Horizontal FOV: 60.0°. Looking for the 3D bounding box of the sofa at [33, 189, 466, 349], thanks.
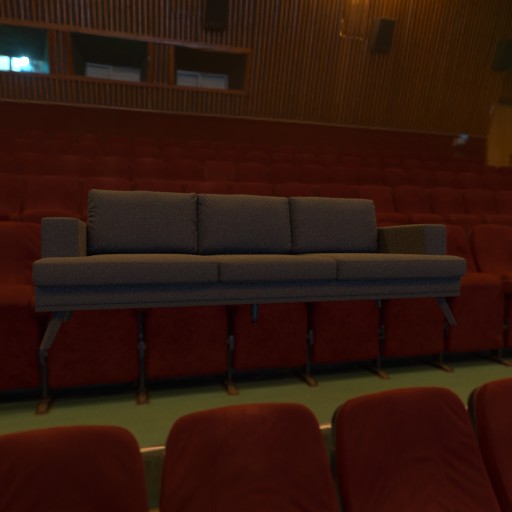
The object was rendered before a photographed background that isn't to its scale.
[{"bbox_3d":[0.000,0.000,2.686,2.310,0.810,0.920,0,1,-17],"label":"sofa"}]
